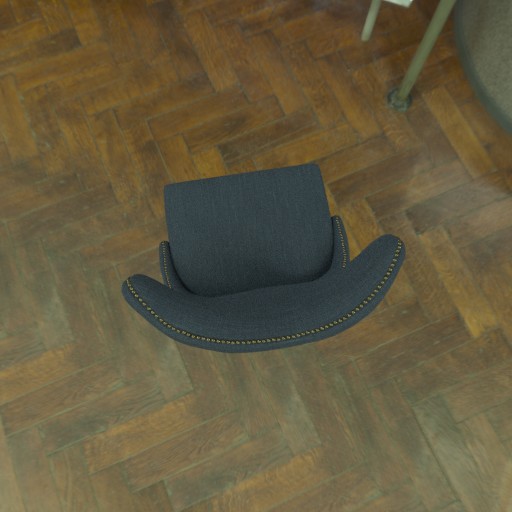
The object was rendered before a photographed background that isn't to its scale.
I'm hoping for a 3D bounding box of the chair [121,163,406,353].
[{"bbox_3d":[0.000,0.000,1.402,0.628,0.967,0.635,-9,75,-2],"label":"chair"}]
